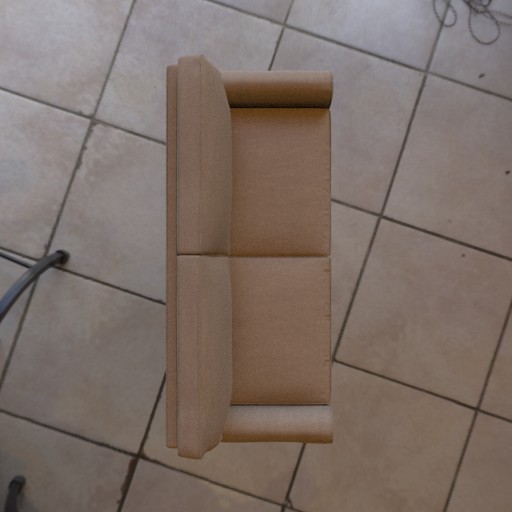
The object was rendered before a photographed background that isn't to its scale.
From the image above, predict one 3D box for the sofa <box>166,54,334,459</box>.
[{"bbox_3d":[0.000,0.000,2.723,0.991,0.943,2.248,0,90,0],"label":"sofa"}]
